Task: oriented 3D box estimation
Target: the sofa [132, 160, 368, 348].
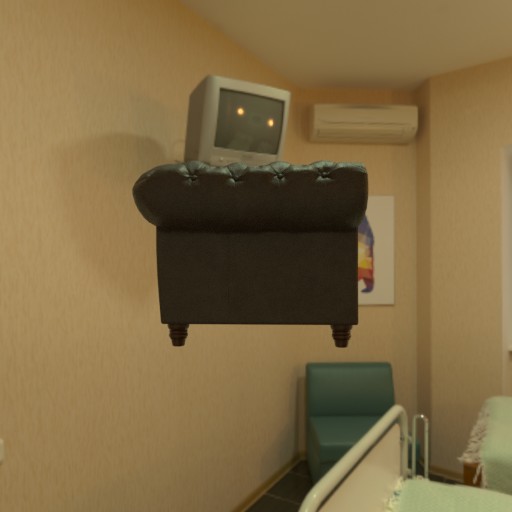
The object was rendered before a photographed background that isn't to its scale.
[{"bbox_3d":[0.000,0.000,2.843,0.944,0.783,2.385,0,0,2],"label":"sofa"}]
